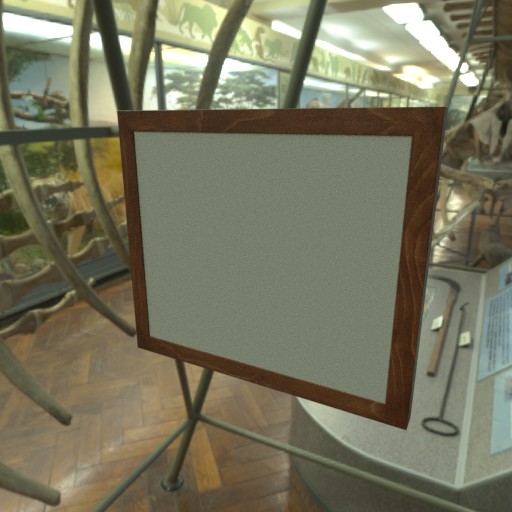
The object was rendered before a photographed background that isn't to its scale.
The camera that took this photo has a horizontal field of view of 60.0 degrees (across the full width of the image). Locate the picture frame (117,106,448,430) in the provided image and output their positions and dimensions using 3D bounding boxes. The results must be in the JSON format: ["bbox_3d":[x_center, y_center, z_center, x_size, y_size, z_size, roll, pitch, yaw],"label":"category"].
[{"bbox_3d":[0.000,0.000,0.525,0.381,0.330,0.025,9,19,27],"label":"picture frame"}]
